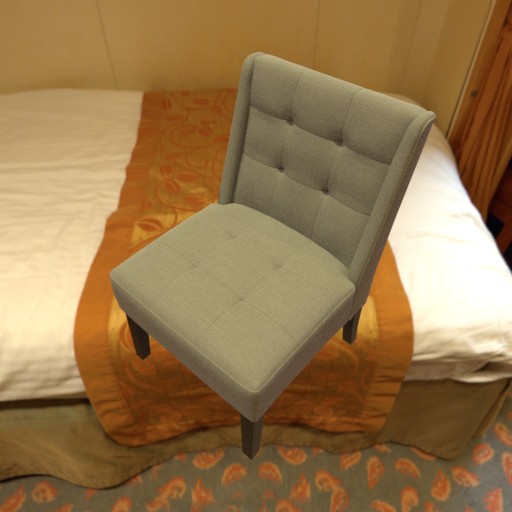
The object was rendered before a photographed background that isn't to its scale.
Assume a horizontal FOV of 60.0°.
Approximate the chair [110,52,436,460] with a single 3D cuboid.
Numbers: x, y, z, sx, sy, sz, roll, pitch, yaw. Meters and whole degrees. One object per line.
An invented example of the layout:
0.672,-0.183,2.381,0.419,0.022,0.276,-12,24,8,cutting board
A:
0.000,0.000,1.287,0.569,0.853,0.676,32,54,27,chair
